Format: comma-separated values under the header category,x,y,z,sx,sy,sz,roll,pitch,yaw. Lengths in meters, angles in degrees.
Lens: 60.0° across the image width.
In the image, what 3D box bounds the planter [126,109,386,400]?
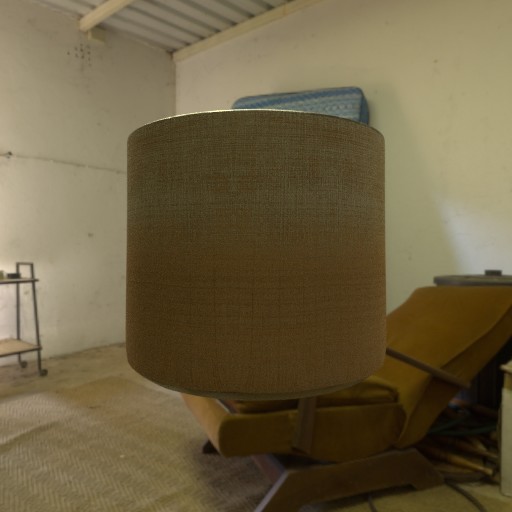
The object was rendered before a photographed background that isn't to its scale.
category,x,y,z,sx,sy,sz,roll,pitch,yaw
planter,0.000,0.000,0.448,0.254,0.221,0.254,0,1,0
